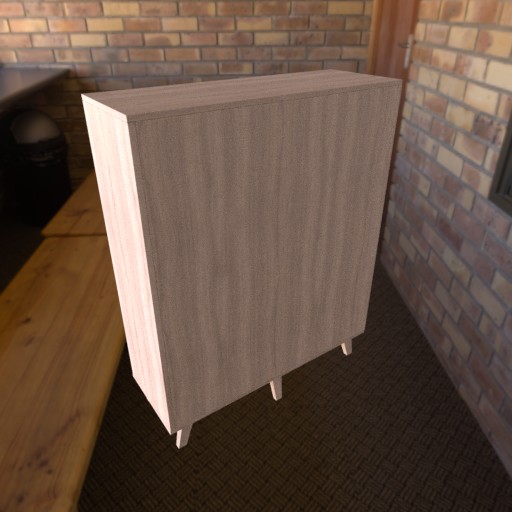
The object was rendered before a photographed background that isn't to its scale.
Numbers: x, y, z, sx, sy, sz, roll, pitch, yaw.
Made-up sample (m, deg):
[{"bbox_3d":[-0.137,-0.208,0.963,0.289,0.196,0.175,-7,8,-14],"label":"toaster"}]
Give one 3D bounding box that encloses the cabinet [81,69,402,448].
[{"bbox_3d":[0.000,0.000,1.919,1.111,1.388,0.398,-19,35,-30],"label":"cabinet"}]
